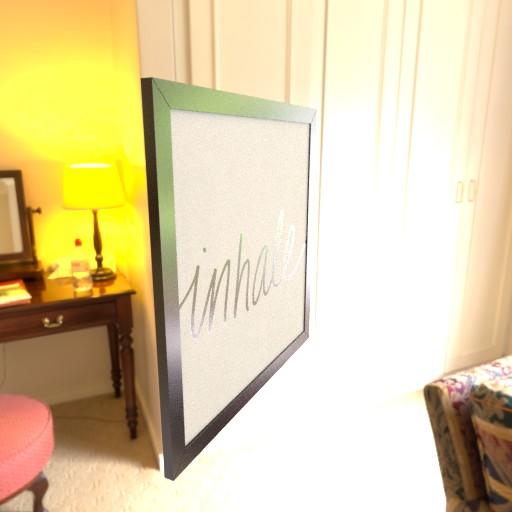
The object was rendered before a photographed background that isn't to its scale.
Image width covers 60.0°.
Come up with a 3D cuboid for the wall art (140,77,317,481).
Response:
[{"bbox_3d":[0.000,0.000,0.660,0.014,0.445,0.446,7,16,27],"label":"wall art"}]
